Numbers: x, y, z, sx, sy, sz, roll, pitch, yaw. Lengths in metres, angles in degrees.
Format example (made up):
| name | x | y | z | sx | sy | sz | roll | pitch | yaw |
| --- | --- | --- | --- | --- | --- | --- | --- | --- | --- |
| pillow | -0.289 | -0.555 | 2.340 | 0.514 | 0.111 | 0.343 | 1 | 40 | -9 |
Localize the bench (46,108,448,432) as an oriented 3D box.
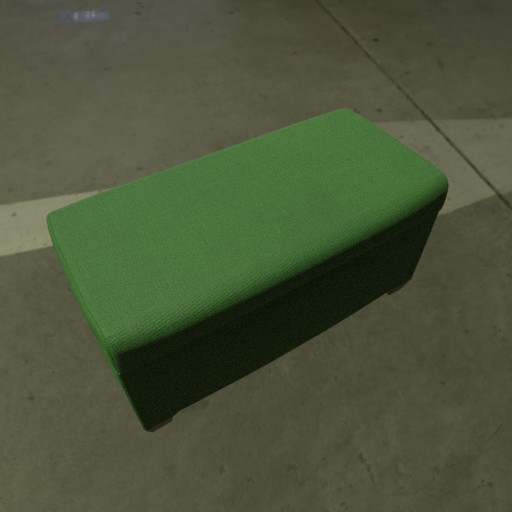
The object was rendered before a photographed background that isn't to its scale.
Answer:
| name | x | y | z | sx | sy | sz | roll | pitch | yaw |
| --- | --- | --- | --- | --- | --- | --- | --- | --- | --- |
| bench | 0.000 | 0.000 | 1.310 | 0.989 | 0.501 | 0.505 | -25 | 53 | -21 |
